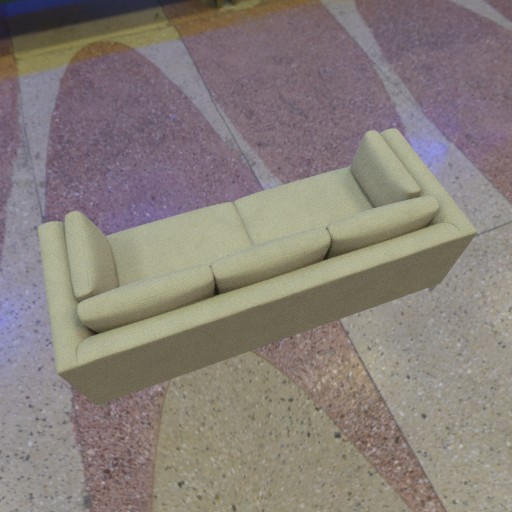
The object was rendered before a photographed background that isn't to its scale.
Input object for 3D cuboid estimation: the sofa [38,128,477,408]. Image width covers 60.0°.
[{"bbox_3d":[0.000,0.000,2.867,2.415,0.867,0.969,-17,59,-11],"label":"sofa"}]
